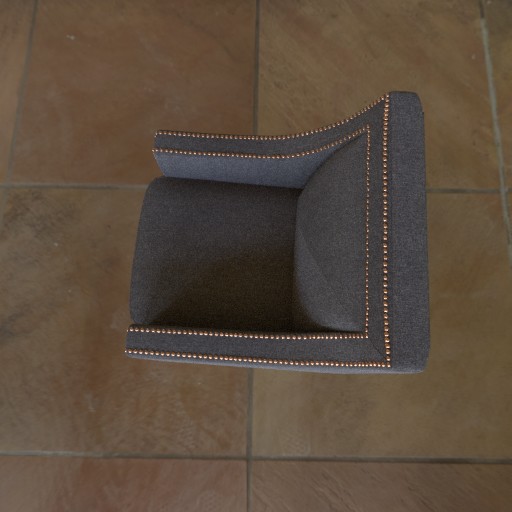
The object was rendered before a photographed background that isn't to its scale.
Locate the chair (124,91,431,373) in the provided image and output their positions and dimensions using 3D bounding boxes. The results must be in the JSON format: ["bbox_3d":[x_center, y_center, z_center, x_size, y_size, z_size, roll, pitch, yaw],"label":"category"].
[{"bbox_3d":[0.000,0.000,1.601,0.884,0.967,0.776,4,75,1],"label":"chair"}]
